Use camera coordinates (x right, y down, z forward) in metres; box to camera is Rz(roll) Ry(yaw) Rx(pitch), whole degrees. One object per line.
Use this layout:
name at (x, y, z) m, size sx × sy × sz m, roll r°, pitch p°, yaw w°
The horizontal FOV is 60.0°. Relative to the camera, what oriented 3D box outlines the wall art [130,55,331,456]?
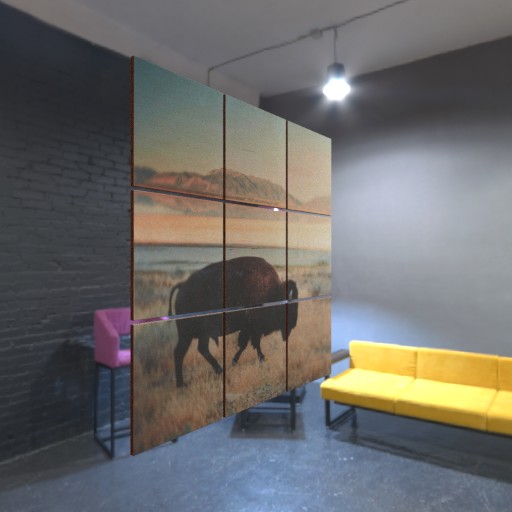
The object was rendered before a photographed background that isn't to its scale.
wall art at (0.000, 0.000, 1.359) m, size 0.018 × 0.904 × 0.906 m, roll 0°, pitch 0°, yaw 39°
